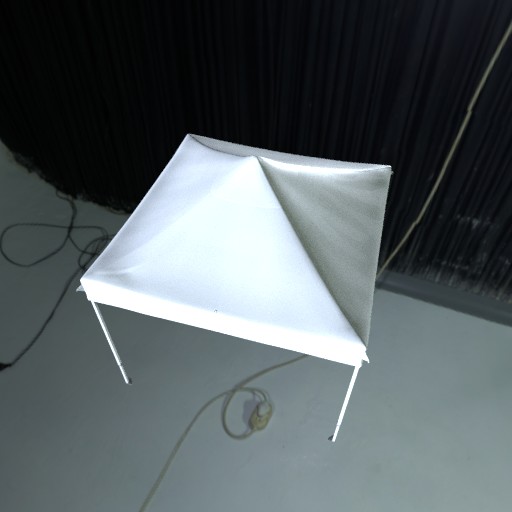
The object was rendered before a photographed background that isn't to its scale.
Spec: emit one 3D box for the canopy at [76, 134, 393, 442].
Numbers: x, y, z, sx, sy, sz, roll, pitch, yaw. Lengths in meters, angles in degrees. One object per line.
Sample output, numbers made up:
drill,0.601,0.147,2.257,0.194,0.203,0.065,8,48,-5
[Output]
canopy,0.000,0.000,5.682,2.994,2.998,2.996,12,48,11
